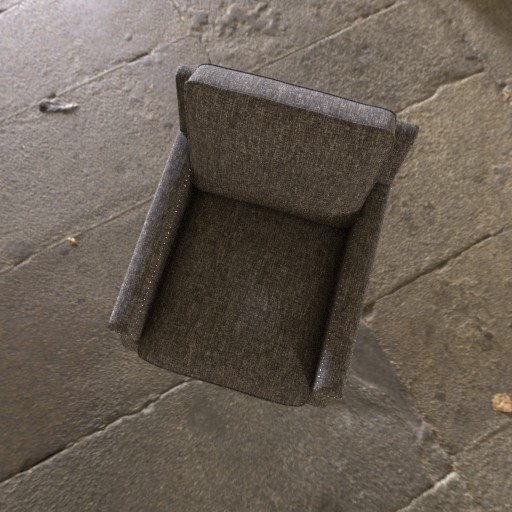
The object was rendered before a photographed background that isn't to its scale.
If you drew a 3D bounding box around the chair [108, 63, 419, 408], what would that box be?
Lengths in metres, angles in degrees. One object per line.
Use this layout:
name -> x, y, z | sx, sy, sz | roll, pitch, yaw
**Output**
chair -> 0.000, 0.000, 1.700 | 0.853, 0.943, 1.014 | 16, 77, 4
